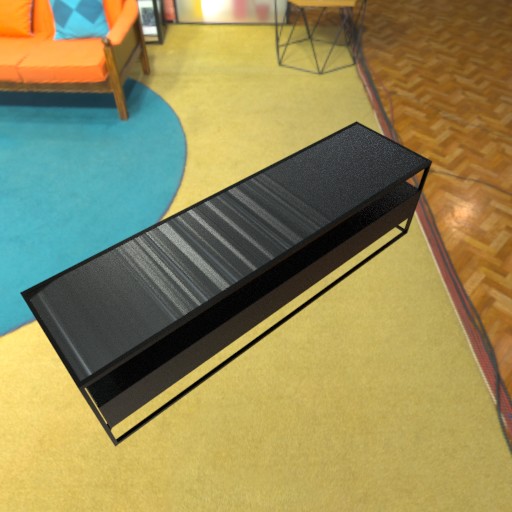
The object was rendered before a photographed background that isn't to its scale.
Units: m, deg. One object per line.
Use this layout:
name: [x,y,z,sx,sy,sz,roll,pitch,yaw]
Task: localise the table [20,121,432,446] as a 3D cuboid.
table: [0.000,0.000,1.671,1.486,0.395,0.399,-32,55,-26]
